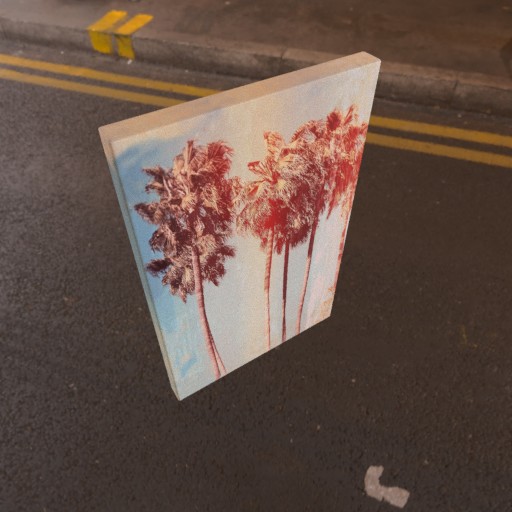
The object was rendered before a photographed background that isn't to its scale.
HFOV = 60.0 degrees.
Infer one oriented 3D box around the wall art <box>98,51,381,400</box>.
[{"bbox_3d":[0.000,0.000,0.783,0.401,0.610,0.038,-25,51,-22],"label":"wall art"}]
